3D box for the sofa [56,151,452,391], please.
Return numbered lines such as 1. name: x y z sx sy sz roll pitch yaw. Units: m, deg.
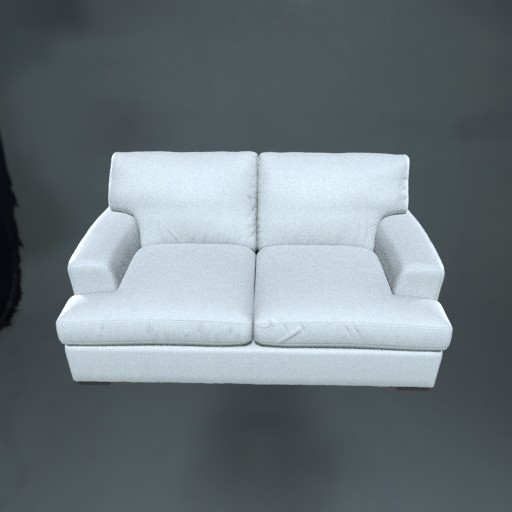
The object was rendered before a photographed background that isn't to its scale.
1. sofa: 0.000 0.000 2.457 1.880 0.940 1.143 1 30 1
